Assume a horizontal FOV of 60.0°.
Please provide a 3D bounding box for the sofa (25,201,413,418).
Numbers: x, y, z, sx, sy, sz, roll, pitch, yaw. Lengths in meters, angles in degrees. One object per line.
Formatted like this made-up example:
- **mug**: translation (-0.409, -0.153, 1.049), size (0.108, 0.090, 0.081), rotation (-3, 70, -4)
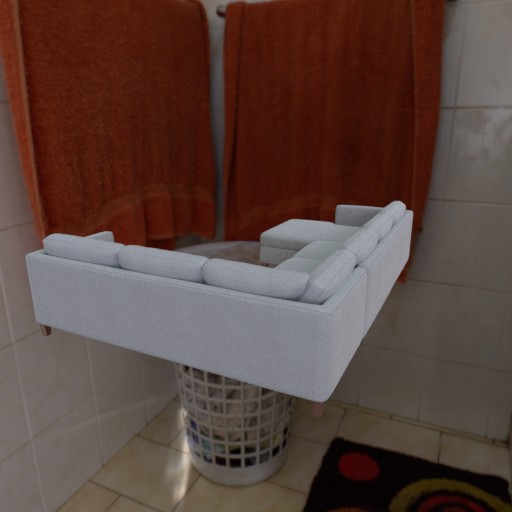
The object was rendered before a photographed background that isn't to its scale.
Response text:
- **sofa**: translation (0.000, 0.000, 4.410), size (2.551, 0.853, 3.238), rotation (8, 19, 25)
